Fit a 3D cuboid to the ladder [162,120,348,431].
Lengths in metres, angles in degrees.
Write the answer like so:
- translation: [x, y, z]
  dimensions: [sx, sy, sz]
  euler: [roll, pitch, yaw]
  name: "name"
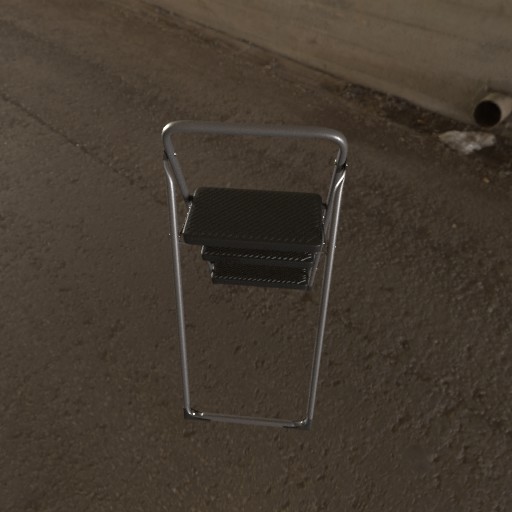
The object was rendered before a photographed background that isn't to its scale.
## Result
- translation: [0.000, 0.000, 1.310]
  dimensions: [0.430, 0.945, 0.629]
  euler: [4, 47, 4]
  name: "ladder"
